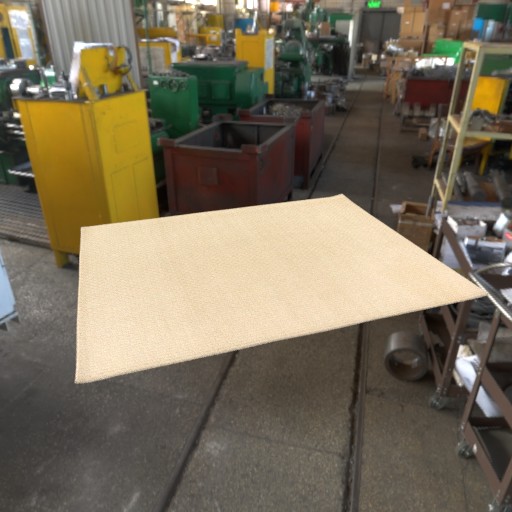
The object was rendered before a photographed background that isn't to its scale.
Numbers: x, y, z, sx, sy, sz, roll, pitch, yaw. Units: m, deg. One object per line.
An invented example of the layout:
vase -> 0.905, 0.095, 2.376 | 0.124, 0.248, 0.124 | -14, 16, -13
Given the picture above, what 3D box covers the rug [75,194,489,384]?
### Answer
rug -> 0.000, 0.000, 3.830 | 2.897, 0.035, 2.277 | -9, 29, -16
